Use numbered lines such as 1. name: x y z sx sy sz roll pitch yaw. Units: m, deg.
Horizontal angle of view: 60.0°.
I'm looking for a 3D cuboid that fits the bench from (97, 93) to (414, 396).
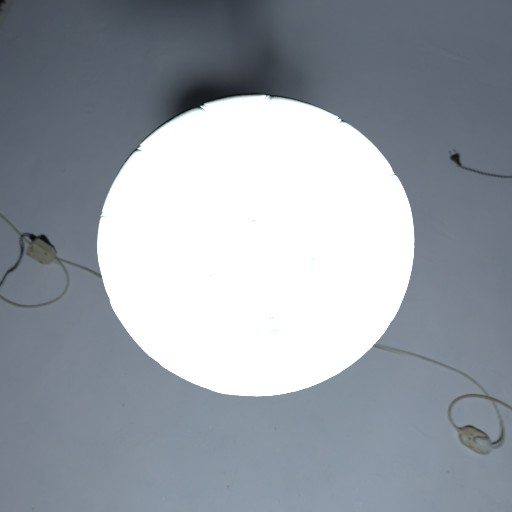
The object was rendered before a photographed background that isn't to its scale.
1. bench: 0.000 0.000 1.008 0.600 0.453 0.600 0 74 0
